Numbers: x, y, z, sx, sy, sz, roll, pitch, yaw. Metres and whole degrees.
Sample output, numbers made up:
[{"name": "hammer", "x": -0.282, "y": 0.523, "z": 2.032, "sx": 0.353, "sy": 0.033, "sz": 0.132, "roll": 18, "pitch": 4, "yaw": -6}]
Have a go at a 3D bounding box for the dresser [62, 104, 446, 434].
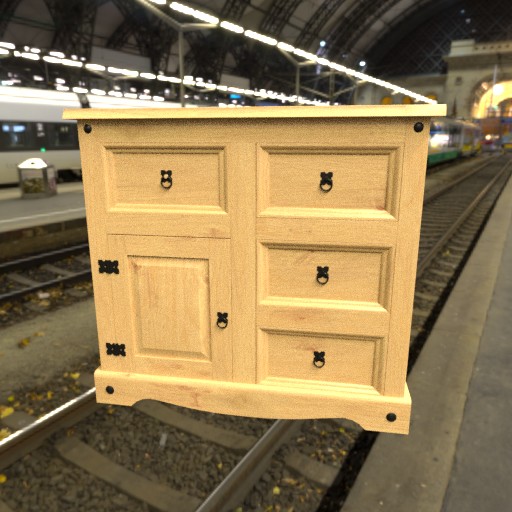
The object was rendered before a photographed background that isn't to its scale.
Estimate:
[{"name": "dresser", "x": 0.000, "y": 0.000, "z": 1.350, "sx": 0.915, "sy": 0.835, "sz": 0.440, "roll": 2, "pitch": 15, "yaw": 9}]
